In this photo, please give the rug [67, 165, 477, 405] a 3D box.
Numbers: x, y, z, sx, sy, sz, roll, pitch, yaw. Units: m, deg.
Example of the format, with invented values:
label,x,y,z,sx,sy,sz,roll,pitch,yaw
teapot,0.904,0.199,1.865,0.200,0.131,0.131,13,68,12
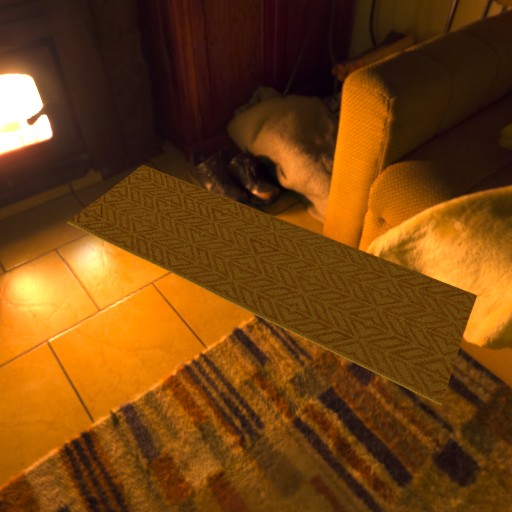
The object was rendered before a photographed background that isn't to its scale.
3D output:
label,x,y,z,sx,sy,sz,roll,pitch,yaw
rug,0.000,0.000,2.685,2.435,0.009,0.750,23,51,21
